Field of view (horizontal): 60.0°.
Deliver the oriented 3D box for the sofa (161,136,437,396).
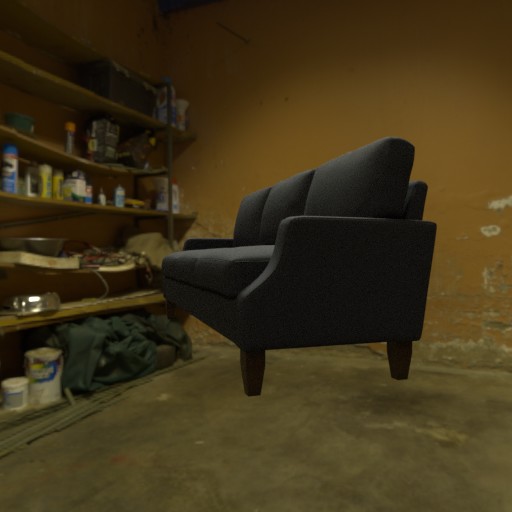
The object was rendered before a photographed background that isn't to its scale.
[{"bbox_3d":[0.000,0.000,2.634,0.888,0.984,2.115,0,0,-19],"label":"sofa"}]
